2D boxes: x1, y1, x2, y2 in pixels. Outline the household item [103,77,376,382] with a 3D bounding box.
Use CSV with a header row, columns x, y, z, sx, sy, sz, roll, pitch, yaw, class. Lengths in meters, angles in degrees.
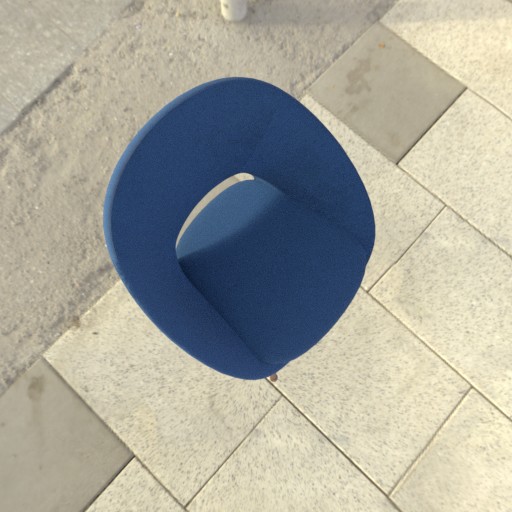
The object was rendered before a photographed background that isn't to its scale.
x,y,z,sx,sy,sz,roll,pitch,yaw,class
0.000,0.000,1.251,0.573,0.852,0.623,40,79,9,household item
